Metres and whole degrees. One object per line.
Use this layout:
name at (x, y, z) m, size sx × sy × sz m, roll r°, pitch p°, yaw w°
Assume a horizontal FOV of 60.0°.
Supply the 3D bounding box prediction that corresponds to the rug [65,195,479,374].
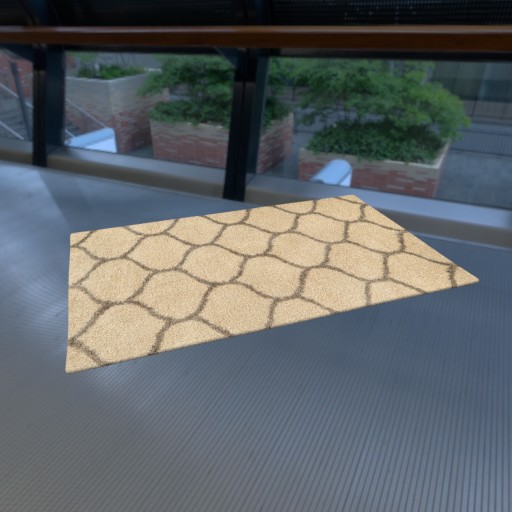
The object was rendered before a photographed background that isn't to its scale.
rug at (0.000, 0.000, 2.958) m, size 2.348 × 0.024 × 1.501 m, roll -10°, pitch 31°, yaw -17°
